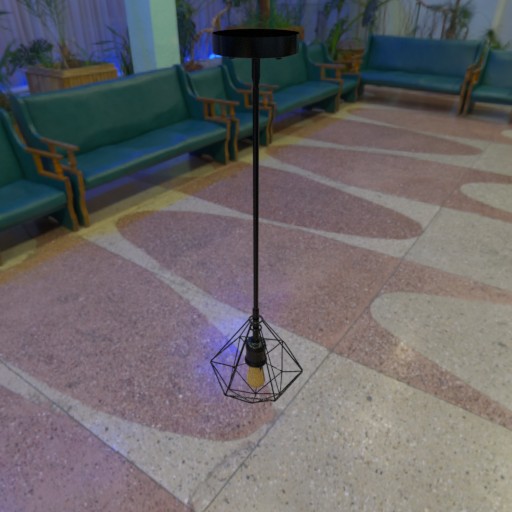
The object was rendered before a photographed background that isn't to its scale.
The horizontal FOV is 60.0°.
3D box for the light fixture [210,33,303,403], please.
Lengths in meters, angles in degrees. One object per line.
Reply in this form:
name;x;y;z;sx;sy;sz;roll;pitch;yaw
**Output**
light fixture;0.000;0.000;1.953;0.431;1.764;0.487;22;38;32
